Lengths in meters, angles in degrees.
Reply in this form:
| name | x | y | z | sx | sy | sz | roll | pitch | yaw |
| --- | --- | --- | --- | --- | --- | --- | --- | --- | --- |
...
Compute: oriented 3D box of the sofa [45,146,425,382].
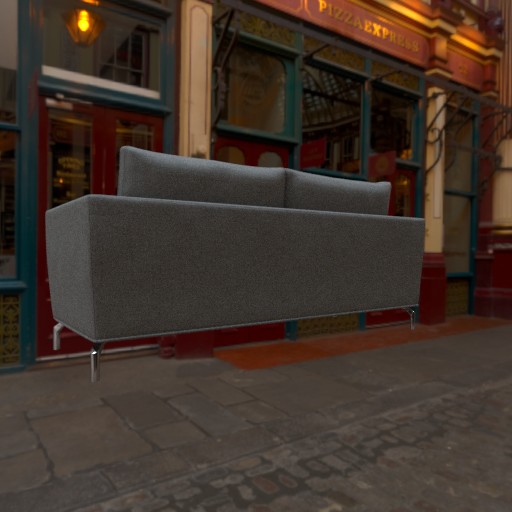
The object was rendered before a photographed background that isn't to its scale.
| name | x | y | z | sx | sy | sz | roll | pitch | yaw |
| --- | --- | --- | --- | --- | --- | --- | --- | --- | --- |
| sofa | 0.000 | 0.000 | 2.693 | 2.212 | 1.002 | 0.869 | 0 | 1 | -35 |
